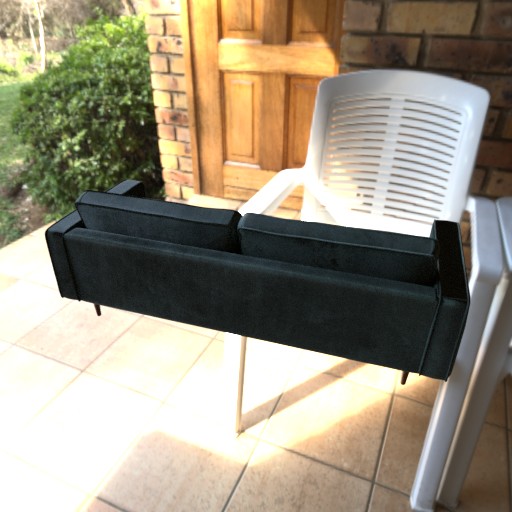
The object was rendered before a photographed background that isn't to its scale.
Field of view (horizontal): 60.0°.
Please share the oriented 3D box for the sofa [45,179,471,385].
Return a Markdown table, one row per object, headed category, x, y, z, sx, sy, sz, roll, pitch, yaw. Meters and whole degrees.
| category | x | y | z | sx | sy | sz | roll | pitch | yaw |
| --- | --- | --- | --- | --- | --- | --- | --- | --- | --- |
| sofa | 0.000 | 0.000 | 2.593 | 2.214 | 0.781 | 0.886 | 9 | 32 | 15 |
